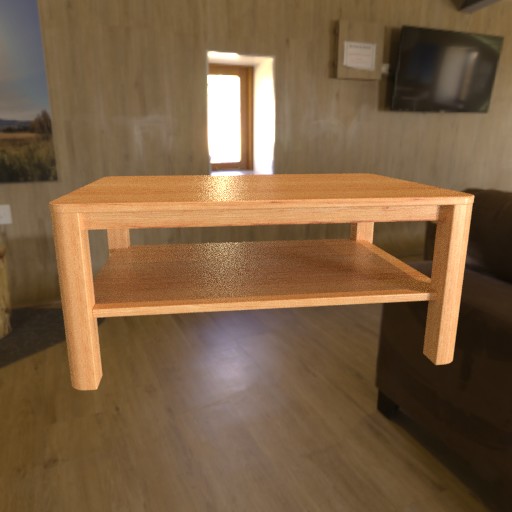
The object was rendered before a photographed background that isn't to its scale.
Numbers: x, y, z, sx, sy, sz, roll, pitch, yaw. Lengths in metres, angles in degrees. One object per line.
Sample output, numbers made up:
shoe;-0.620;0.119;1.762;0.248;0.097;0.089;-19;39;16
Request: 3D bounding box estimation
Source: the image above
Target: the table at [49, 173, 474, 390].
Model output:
table;0.000;0.000;1.387;0.997;0.445;0.696;-2;15;-8
